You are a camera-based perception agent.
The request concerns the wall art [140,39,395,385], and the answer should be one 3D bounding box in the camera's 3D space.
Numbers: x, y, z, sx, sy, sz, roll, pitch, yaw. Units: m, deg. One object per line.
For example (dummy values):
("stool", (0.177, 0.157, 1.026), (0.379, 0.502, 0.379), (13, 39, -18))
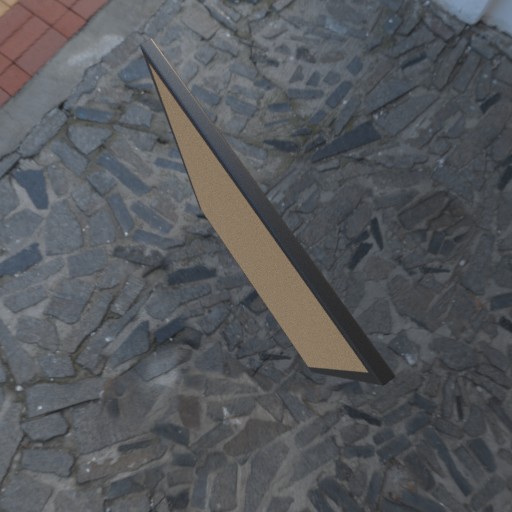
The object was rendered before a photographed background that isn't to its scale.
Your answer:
("wall art", (0.000, 0.000, 0.776), (0.018, 0.582, 0.481), (-33, 79, -7))
